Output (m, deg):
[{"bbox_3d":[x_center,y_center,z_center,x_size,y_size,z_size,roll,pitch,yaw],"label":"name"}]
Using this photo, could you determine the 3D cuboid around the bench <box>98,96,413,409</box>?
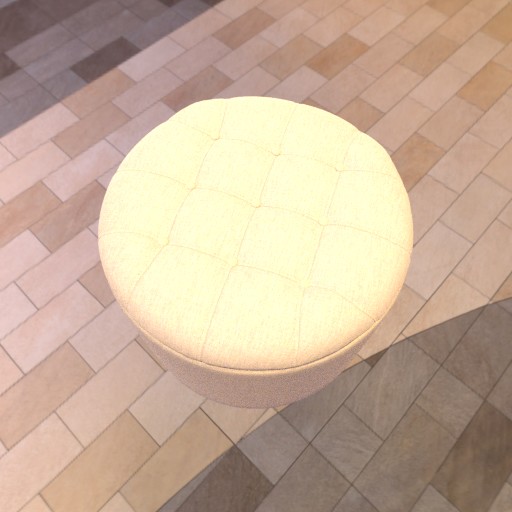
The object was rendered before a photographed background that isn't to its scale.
[{"bbox_3d":[0.000,0.000,0.996,0.600,0.454,0.600,0,62,0],"label":"bench"}]
